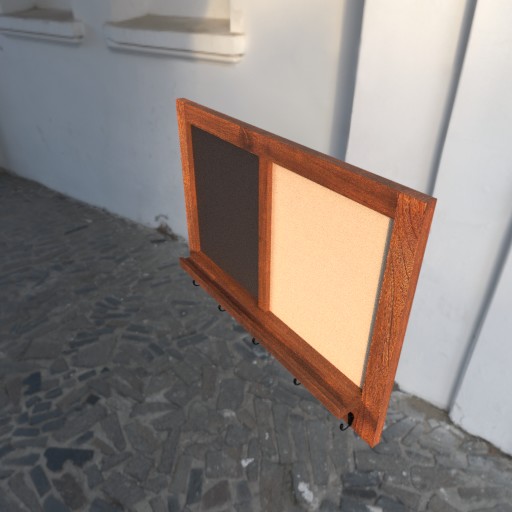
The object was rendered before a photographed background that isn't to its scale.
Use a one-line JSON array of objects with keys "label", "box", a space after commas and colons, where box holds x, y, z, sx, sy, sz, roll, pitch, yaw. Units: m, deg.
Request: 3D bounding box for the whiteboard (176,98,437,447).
[{"label": "whiteboard", "box": [0.000, 0.000, 1.019, 0.083, 0.553, 0.768, -21, 38, -29]}]
